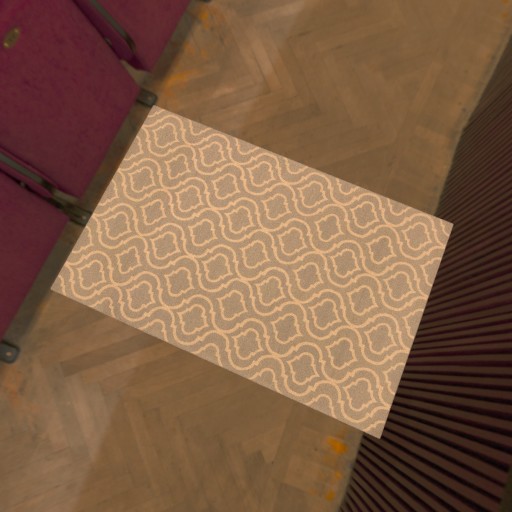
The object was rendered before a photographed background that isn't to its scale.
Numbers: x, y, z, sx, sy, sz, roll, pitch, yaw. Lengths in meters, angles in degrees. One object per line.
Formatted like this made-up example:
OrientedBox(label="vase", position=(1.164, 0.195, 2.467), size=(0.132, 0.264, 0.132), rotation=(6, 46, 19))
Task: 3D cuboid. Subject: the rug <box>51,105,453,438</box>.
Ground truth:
OrientedBox(label="rug", position=(0.000, 0.000, 2.266), size=(1.749, 0.015, 1.141), rotation=(23, 77, 6))
